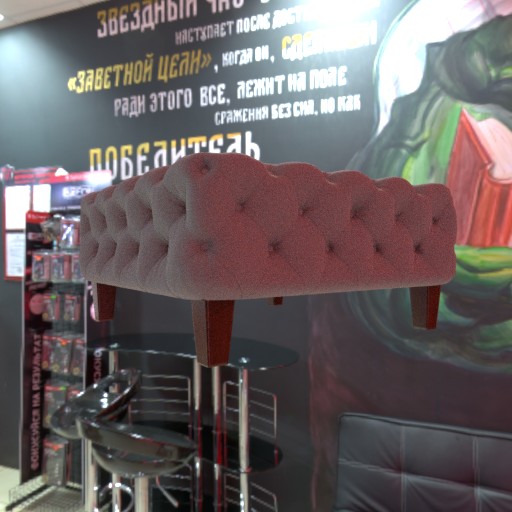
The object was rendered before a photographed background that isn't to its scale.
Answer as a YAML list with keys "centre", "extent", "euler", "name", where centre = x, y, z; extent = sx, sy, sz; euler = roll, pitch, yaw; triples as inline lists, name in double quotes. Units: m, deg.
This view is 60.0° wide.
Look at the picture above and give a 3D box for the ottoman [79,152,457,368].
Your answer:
- centre: [0.000, 0.000, 1.429]
  extent: [0.917, 0.439, 0.911]
  euler: [0, 1, -36]
  name: "ottoman"
